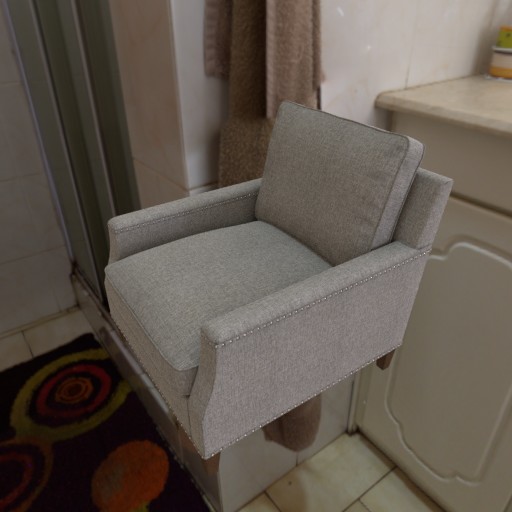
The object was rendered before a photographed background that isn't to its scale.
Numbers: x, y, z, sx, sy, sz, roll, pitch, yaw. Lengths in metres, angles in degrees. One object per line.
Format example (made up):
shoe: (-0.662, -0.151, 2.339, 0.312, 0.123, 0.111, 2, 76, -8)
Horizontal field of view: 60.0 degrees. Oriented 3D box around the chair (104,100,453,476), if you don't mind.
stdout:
chair: (0.000, 0.000, 1.676, 1.014, 0.943, 0.853, -20, 37, -29)
